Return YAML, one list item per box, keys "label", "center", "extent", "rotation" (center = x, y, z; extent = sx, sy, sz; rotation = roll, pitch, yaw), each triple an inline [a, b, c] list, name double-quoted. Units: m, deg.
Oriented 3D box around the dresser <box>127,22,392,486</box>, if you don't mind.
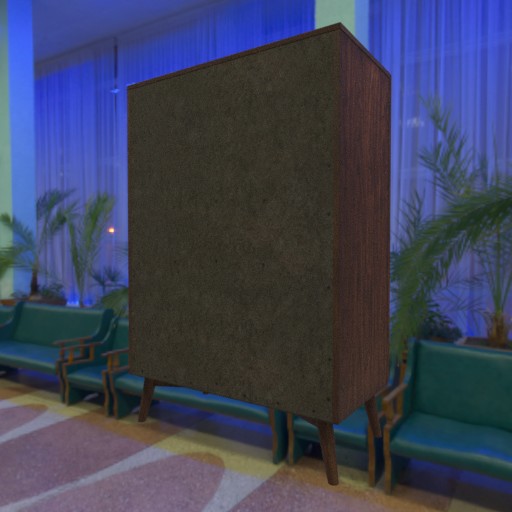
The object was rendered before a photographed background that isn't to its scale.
- label: "dresser"
  center: [0.000, 0.000, 1.750]
  extent: [0.919, 1.365, 0.498]
  rotation: [1, 2, 34]
